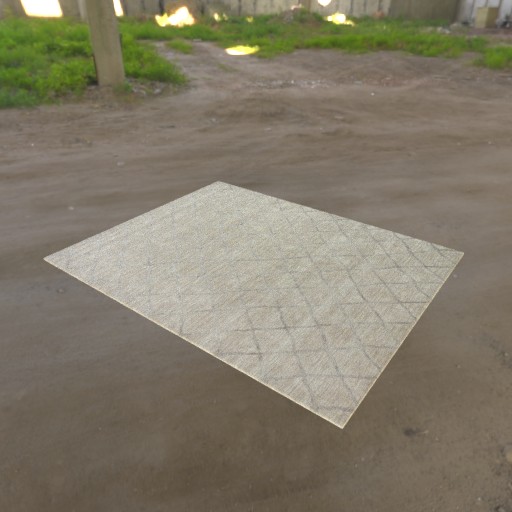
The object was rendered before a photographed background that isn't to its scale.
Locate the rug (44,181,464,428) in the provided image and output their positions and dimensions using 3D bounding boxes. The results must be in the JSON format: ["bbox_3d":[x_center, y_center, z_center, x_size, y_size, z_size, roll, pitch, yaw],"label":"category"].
[{"bbox_3d":[0.000,0.000,4.089,3.038,0.019,2.420,21,37,31],"label":"rug"}]
